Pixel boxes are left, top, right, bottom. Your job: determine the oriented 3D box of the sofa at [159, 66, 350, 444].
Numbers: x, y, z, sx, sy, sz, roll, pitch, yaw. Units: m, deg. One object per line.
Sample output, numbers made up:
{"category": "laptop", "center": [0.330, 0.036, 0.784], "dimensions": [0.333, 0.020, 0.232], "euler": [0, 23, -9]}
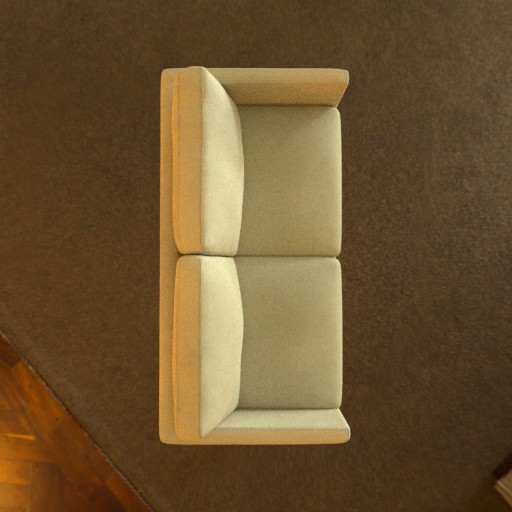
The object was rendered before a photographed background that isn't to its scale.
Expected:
{"category": "sofa", "center": [0.000, 0.000, 2.406], "dimensions": [0.950, 0.940, 1.846], "euler": [0, 89, 0]}
